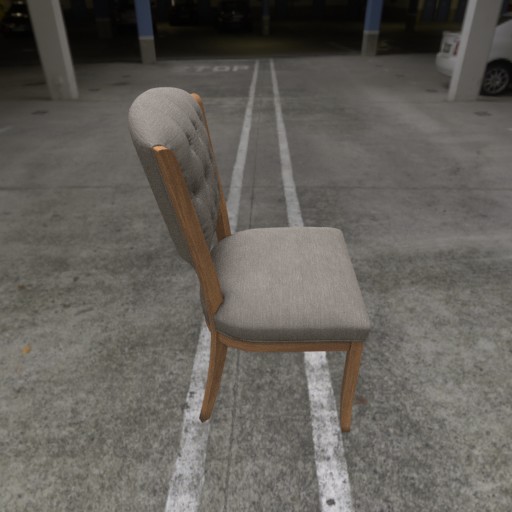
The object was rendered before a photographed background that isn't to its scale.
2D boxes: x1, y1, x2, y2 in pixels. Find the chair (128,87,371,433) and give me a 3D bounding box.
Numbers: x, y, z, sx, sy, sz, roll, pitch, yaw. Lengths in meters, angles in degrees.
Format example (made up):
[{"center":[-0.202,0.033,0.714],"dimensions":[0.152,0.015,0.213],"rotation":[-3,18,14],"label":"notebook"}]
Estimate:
[{"center":[0.000,0.000,1.287],"dimensions":[0.584,0.905,0.513],"rotation":[0,32,1],"label":"chair"}]
